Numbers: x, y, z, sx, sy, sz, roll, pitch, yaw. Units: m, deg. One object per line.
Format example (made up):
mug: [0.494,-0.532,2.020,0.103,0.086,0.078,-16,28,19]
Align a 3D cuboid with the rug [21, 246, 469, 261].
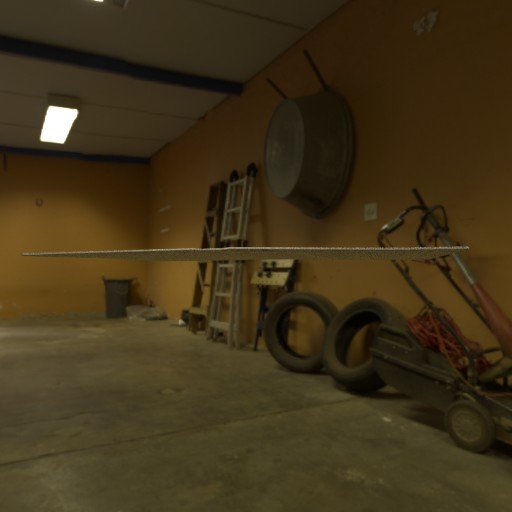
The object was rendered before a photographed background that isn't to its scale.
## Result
rug: [0.000,0.000,2.967,2.342,0.030,1.609,-1,-2,16]
